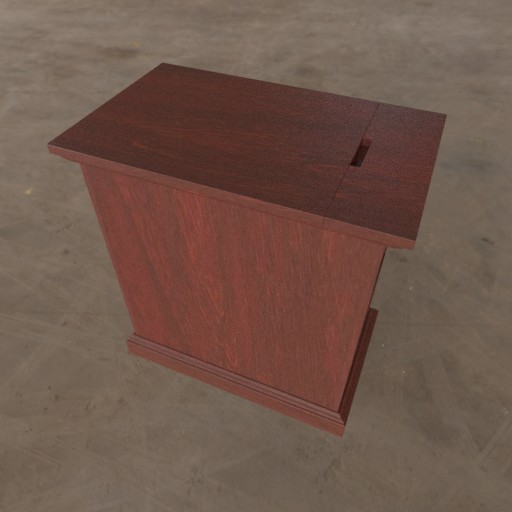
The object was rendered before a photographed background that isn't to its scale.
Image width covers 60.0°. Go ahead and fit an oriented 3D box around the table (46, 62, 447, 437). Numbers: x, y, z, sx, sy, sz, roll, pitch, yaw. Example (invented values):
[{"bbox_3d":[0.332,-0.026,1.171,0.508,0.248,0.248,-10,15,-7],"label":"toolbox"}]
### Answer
[{"bbox_3d":[0.000,0.000,0.967,0.584,0.612,0.356,17,48,16],"label":"table"}]
